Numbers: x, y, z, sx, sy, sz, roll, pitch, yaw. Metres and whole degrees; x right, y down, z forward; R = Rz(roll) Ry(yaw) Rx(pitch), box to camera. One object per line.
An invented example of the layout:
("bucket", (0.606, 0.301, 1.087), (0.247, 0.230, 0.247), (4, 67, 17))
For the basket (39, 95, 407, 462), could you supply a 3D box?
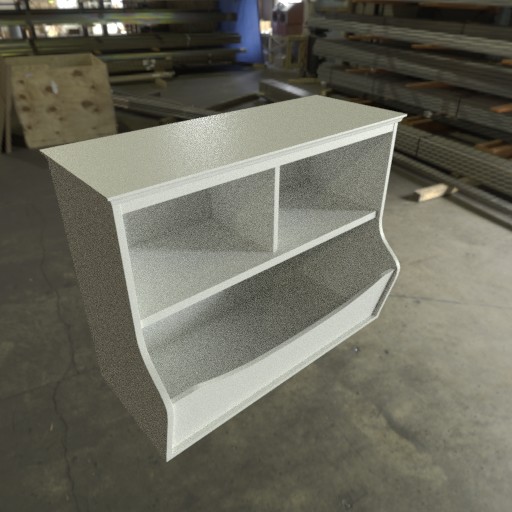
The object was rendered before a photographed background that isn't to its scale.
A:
("basket", (0.000, 0.000, 1.126), (0.792, 0.625, 0.376), (-24, 39, -34))
